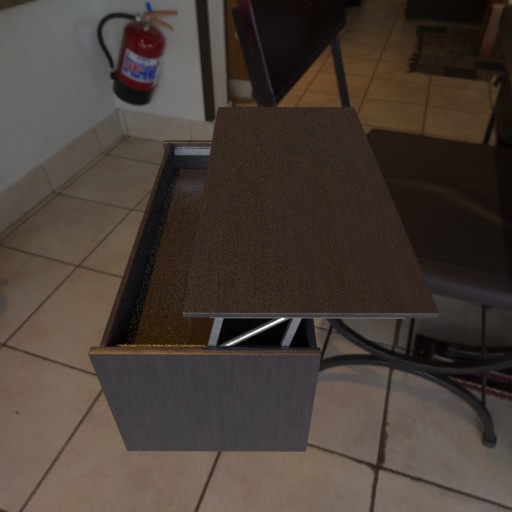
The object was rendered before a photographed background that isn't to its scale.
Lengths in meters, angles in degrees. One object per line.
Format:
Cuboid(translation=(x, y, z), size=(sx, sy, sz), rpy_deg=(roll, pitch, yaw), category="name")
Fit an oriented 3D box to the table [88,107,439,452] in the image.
Cuboid(translation=(0.000, 0.000, 1.419), size=(0.712, 0.570, 1.000), rpy_deg=(0, 41, 0), category="table")
